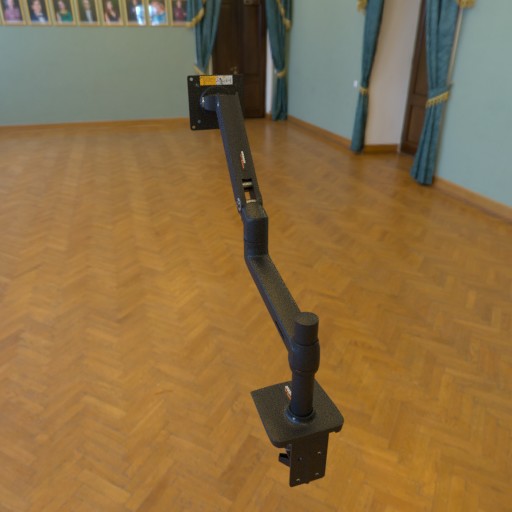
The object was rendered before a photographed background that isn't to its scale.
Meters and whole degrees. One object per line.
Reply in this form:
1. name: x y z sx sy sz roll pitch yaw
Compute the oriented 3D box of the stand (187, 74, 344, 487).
1. stand: 0.000 0.000 0.998 0.152 0.713 0.650 -8 28 -17
